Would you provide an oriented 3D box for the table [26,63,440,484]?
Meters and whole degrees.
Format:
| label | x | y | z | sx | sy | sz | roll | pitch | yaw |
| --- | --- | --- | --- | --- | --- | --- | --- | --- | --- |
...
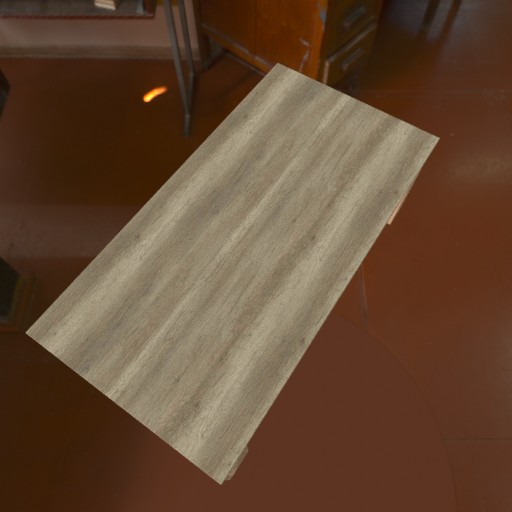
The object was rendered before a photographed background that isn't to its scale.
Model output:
| label | x | y | z | sx | sy | sz | roll | pitch | yaw |
| --- | --- | --- | --- | --- | --- | --- | --- | --- | --- |
| table | 0.000 | 0.000 | 1.652 | 0.700 | 0.460 | 1.350 | 31 | 67 | 15 |
